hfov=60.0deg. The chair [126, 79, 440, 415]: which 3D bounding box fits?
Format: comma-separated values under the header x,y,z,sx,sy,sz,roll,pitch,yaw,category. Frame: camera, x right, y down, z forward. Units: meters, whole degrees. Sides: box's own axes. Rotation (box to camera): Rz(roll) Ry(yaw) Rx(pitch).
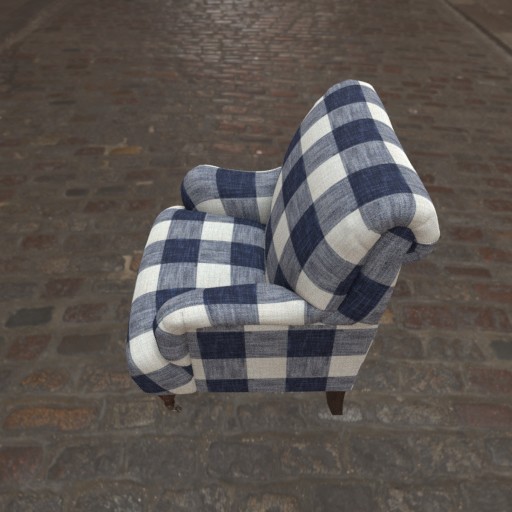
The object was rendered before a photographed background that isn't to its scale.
x,y,z,sx,sy,sz,roll,pitch,yaw,category
0.000,0.000,1.536,0.848,0.953,0.781,0,43,0,chair
